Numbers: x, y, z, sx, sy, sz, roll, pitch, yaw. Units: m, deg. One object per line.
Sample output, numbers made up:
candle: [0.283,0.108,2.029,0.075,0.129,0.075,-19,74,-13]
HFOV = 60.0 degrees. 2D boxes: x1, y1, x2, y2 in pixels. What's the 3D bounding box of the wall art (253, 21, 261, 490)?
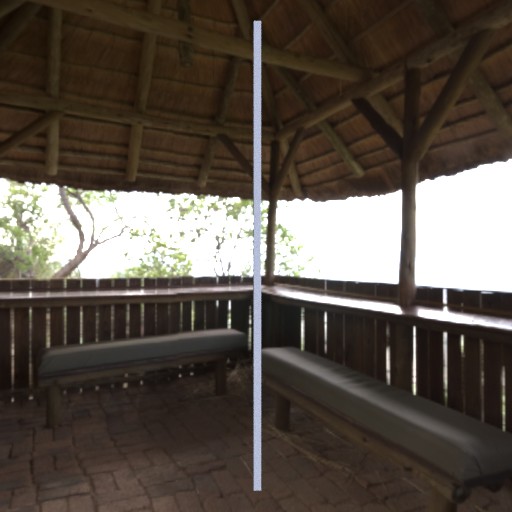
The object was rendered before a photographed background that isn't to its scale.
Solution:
wall art: [0.000,0.000,1.241,0.015,0.965,0.660,0,0,0]
